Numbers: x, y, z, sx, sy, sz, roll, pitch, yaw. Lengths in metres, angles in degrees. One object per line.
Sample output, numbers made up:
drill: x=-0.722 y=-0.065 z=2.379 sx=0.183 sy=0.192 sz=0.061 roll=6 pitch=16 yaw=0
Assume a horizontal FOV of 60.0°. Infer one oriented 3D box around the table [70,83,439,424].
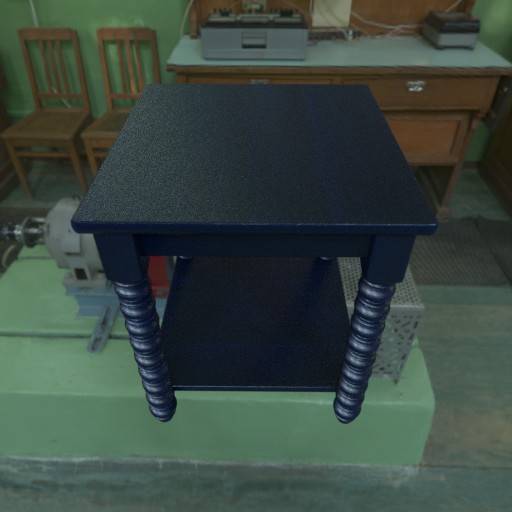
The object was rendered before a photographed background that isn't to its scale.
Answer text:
table: x=0.000 y=0.000 z=0.979 sx=0.500 sy=0.567 sz=0.533 roll=0 pitch=41 yaw=0
